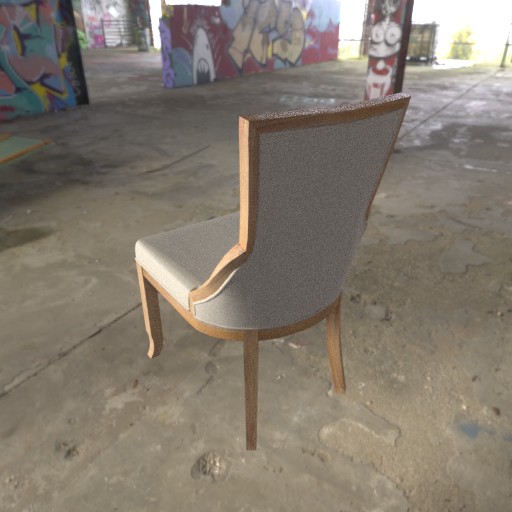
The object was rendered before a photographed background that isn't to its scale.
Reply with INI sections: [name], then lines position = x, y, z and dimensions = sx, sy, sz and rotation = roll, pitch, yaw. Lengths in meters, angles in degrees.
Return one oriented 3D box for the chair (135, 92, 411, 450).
[chair]
position = 0.000, 0.000, 1.321
dimensions = 0.524, 0.947, 0.641
rotation = -19, 34, -31
